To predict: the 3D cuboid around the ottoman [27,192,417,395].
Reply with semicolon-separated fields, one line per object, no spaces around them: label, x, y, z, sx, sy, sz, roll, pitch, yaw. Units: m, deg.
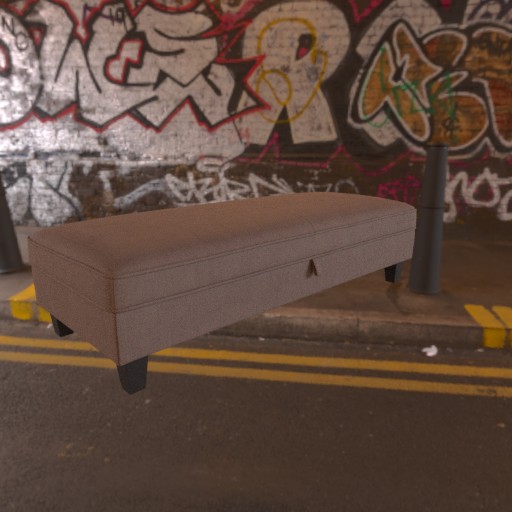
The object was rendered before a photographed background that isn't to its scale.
ottoman;0.000;0.000;2.054;1.764;0.470;0.751;-14;20;-42
